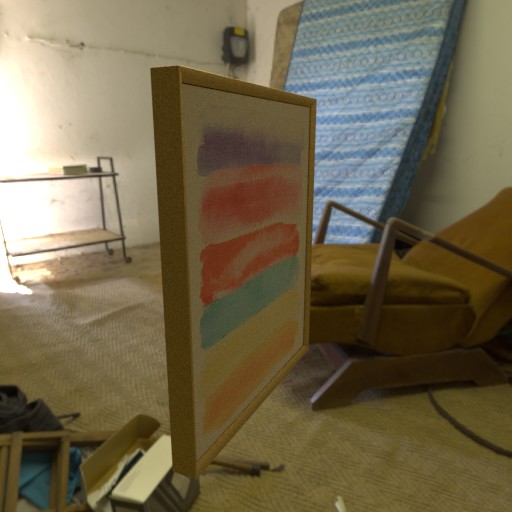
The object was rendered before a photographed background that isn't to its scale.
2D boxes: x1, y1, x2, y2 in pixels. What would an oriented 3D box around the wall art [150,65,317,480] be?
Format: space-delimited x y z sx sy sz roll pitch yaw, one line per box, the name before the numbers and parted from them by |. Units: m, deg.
wall art | 0.000 0.000 0.898 0.048 0.642 0.537 7 16 26
